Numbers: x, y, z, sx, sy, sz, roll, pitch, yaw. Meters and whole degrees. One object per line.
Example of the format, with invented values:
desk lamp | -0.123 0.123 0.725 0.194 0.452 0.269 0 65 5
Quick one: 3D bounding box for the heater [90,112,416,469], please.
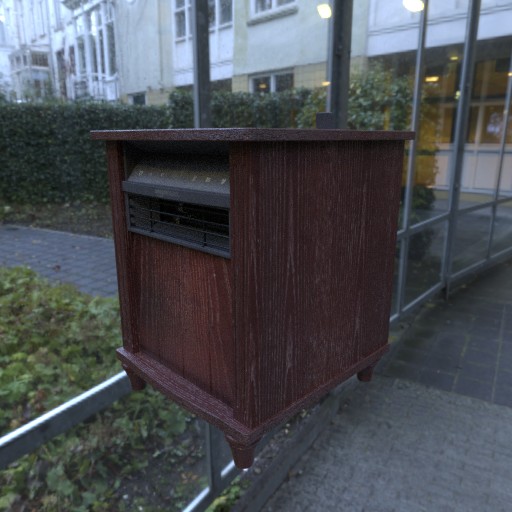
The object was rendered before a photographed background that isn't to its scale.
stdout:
heater | 0.000 0.000 0.758 0.362 0.481 0.400 14 21 43
